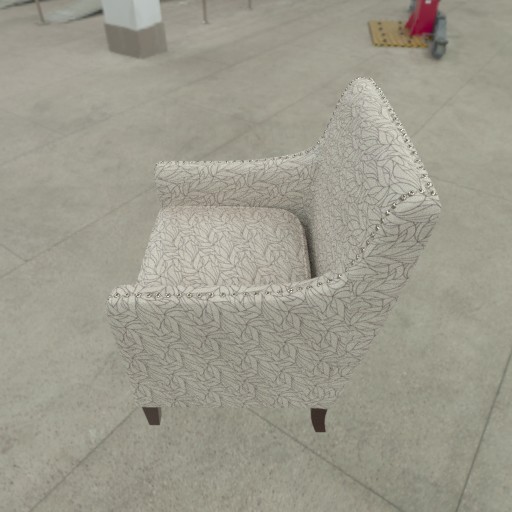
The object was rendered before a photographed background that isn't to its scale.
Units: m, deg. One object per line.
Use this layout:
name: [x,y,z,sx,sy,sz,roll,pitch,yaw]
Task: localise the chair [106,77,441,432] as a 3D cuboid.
chair: [0.000,0.000,1.238,0.651,0.816,0.623,0,40,0]
